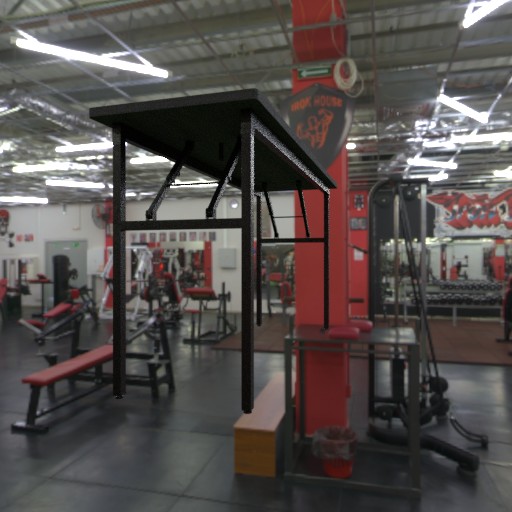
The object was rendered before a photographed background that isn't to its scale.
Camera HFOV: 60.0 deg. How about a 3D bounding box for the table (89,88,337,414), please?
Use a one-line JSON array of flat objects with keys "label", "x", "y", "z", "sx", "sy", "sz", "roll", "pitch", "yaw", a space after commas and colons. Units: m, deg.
[{"label": "table", "x": 0.000, "y": 0.000, "z": 1.718, "sx": 0.449, "sy": 0.750, "sz": 1.399, "roll": 0, "pitch": 0, "yaw": 18}]
